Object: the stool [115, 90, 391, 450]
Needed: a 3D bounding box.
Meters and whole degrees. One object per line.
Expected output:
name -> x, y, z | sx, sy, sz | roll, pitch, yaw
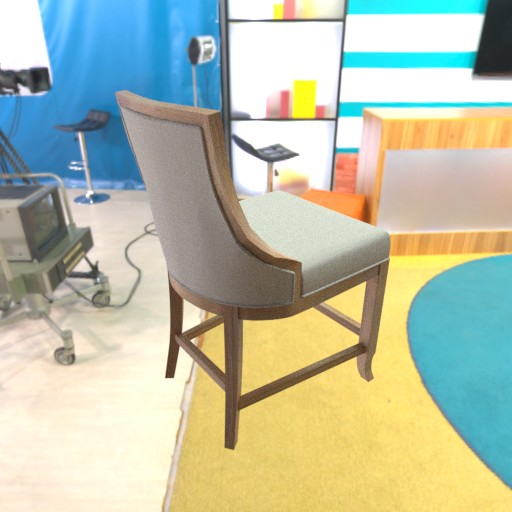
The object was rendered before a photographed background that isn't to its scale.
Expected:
stool -> 0.000, 0.000, 1.331 | 0.626, 0.938, 0.524 | -19, 33, -33
